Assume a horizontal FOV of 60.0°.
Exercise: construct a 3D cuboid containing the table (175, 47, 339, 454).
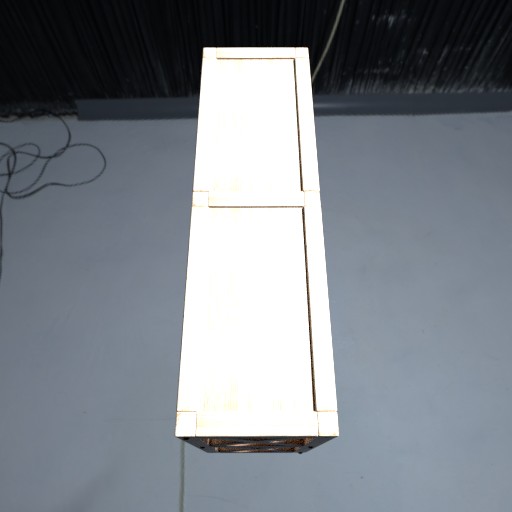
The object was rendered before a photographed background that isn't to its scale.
[{"bbox_3d":[0.000,0.000,1.653,0.381,0.762,1.320,0,63,0],"label":"table"}]
